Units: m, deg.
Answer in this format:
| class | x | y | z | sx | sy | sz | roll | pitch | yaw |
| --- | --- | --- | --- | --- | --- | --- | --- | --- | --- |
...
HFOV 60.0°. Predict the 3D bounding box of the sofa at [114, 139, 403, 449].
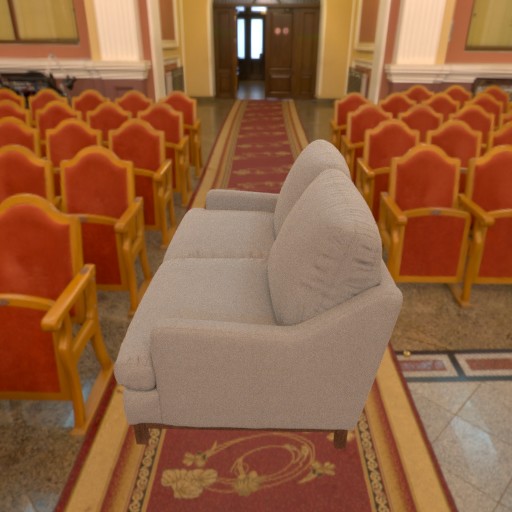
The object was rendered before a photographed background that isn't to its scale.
| class | x | y | z | sx | sy | sz | roll | pitch | yaw |
| --- | --- | --- | --- | --- | --- | --- | --- | --- | --- |
| sofa | 0.000 | 0.000 | 2.208 | 0.987 | 0.921 | 1.589 | 1 | 26 | 1 |
